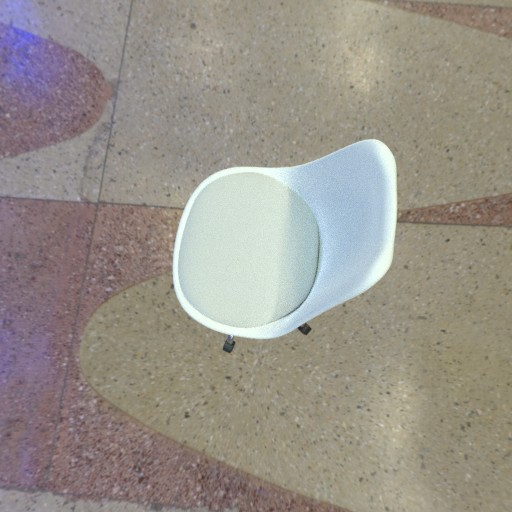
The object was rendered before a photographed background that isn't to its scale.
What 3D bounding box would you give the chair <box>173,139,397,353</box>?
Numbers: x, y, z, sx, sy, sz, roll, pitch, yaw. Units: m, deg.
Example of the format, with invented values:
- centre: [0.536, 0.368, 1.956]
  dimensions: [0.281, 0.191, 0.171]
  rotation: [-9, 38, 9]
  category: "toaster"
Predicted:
- centre: [0.000, 0.000, 1.303]
  dimensions: [0.550, 0.930, 0.550]
  rotation: [6, 76, 2]
  category: "chair"
